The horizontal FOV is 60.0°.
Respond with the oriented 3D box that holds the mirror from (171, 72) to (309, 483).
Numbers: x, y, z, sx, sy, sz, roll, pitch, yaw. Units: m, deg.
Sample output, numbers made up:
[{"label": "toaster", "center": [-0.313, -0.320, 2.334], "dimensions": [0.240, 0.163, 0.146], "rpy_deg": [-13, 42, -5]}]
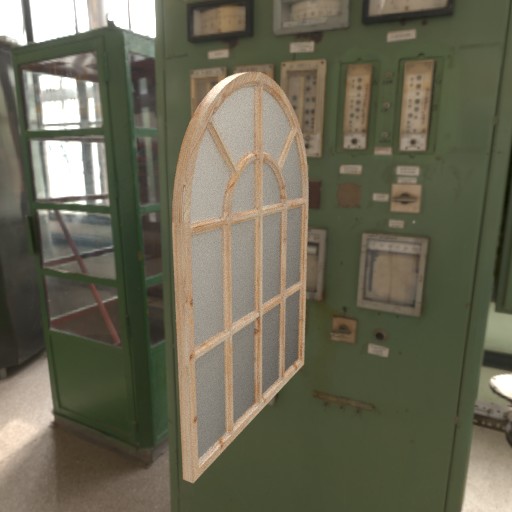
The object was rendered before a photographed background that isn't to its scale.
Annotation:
[{"label": "mirror", "center": [0.000, 0.000, 1.191], "dimensions": [0.032, 0.920, 0.660], "rpy_deg": [7, 15, 27]}]
